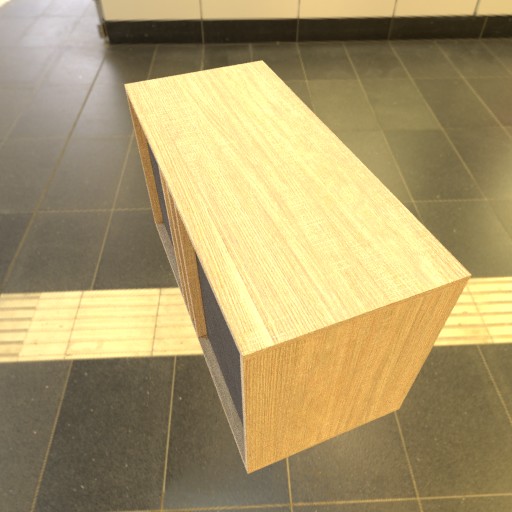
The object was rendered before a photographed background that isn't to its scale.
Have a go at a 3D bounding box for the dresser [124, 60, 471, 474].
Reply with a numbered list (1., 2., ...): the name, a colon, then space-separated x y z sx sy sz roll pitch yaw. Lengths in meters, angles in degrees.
1. dresser: 0.000 0.000 1.476 0.500 0.780 1.110 -16 49 -15
